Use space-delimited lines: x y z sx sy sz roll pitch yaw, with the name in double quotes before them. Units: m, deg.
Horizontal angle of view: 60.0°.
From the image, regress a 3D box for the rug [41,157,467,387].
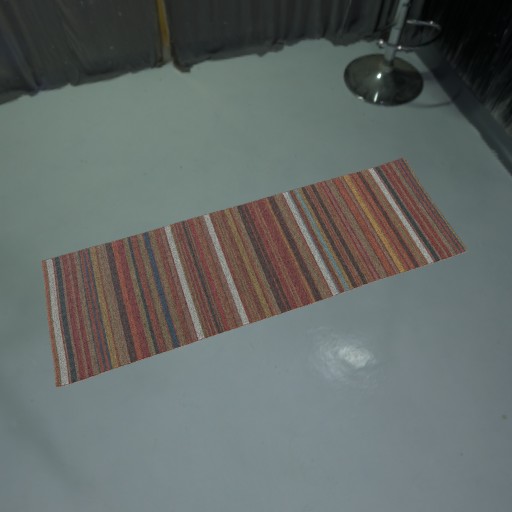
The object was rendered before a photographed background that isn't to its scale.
"rug" 0.000 0.000 2.656 2.444 0.030 0.799 -17 61 -10
